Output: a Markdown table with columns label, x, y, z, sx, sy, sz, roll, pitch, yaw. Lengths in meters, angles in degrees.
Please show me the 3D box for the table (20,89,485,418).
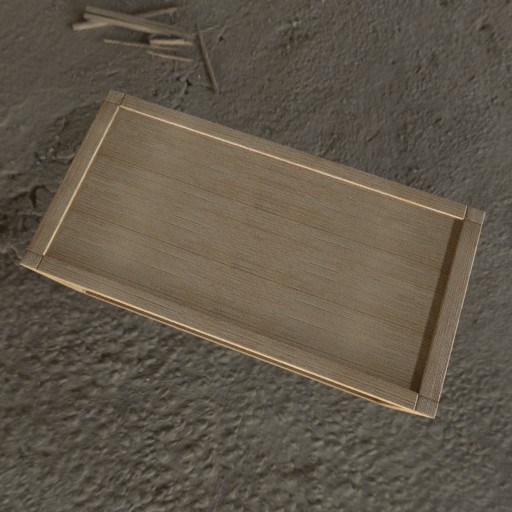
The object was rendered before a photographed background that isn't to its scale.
| label | x | y | z | sx | sy | sz | roll | pitch | yaw |
| --- | --- | --- | --- | --- | --- | --- | --- | --- | --- |
| table | 0.000 | 0.000 | 1.601 | 1.321 | 0.457 | 0.660 | 19 | 76 | 5 |
